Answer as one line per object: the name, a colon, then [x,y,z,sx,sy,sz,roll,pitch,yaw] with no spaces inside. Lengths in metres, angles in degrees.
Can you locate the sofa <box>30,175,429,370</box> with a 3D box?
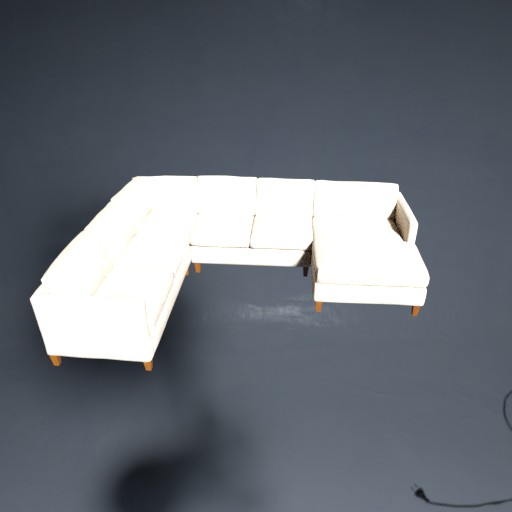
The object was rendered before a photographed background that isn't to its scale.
sofa: [0.000,0.000,4.629,3.460,0.961,2.594,2,30,4]
